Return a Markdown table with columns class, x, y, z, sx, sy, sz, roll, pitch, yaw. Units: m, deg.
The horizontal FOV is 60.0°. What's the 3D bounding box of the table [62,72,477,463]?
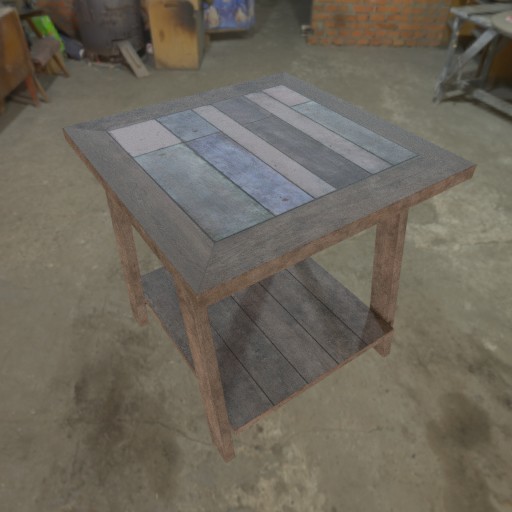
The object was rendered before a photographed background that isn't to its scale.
| class | x | y | z | sx | sy | sz | roll | pitch | yaw |
| --- | --- | --- | --- | --- | --- | --- | --- | --- | --- |
| table | 0.000 | 0.000 | 1.110 | 0.610 | 0.610 | 0.610 | -24 | 47 | -25 |
